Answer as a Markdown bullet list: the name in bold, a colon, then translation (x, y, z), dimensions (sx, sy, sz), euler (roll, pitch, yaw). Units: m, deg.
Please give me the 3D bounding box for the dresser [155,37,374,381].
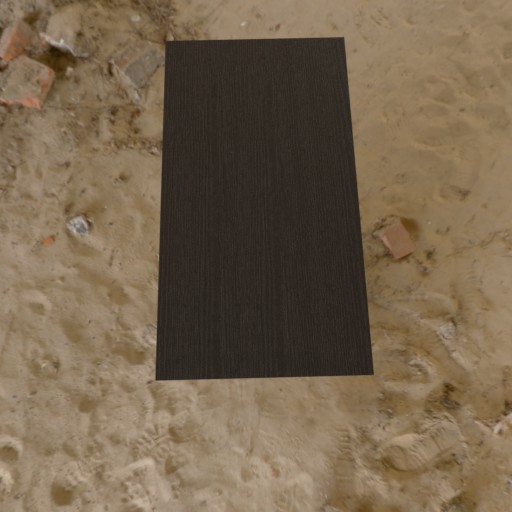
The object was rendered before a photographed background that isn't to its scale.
- **dresser**: translation (0.000, 0.000, 1.361), dimensions (0.399, 1.020, 0.704), euler (-1, 76, 0)
